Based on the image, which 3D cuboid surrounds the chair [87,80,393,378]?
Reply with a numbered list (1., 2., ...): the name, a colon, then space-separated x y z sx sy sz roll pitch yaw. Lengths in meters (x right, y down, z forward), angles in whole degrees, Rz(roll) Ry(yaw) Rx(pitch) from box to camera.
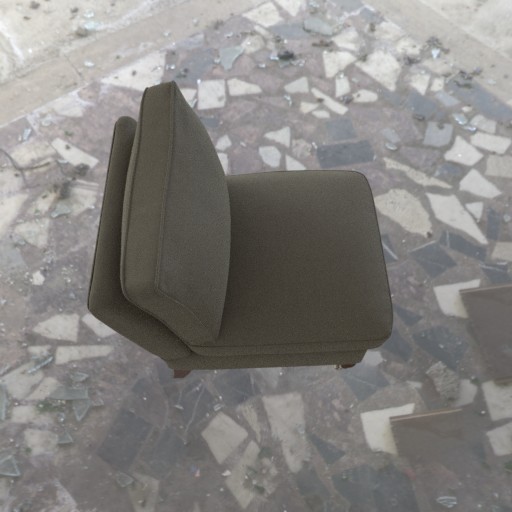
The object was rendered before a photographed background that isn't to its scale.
1. chair: 0.000 0.000 1.657 0.924 1.045 0.724 -1 63 -1
